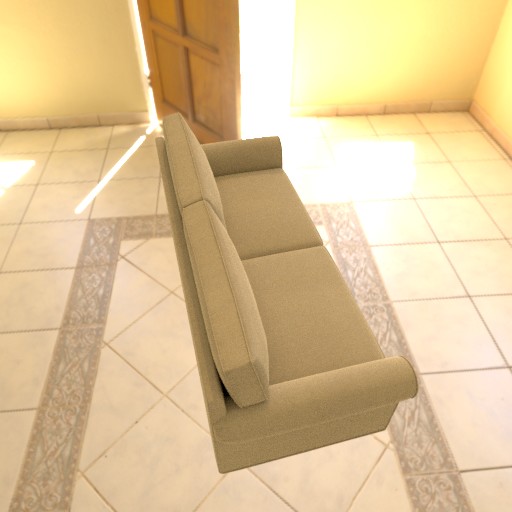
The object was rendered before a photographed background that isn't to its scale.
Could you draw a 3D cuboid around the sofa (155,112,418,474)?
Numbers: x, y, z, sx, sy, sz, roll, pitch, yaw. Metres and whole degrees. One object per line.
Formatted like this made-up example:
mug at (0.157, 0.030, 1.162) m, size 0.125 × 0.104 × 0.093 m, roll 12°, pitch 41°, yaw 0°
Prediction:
sofa at (0.000, 0.000, 2.611) m, size 0.901 × 0.962 × 2.146 m, roll -11°, pitch 46°, yaw -10°
